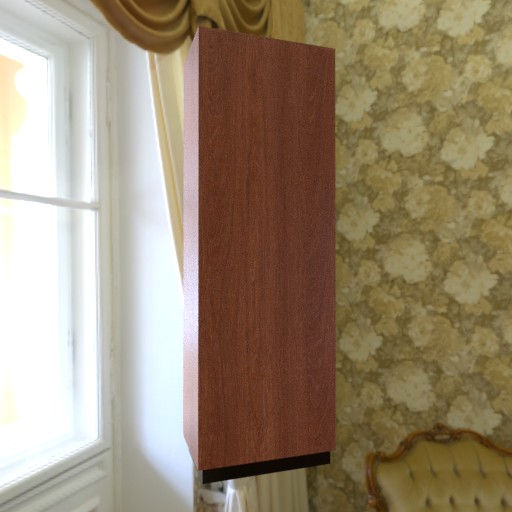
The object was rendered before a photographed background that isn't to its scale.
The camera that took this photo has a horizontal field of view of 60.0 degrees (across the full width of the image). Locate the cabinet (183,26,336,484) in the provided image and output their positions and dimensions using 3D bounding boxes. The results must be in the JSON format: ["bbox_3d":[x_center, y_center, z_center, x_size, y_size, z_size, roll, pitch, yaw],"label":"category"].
[{"bbox_3d":[0.000,0.000,2.205,0.660,1.980,0.420,0,-1,-18],"label":"cabinet"}]
